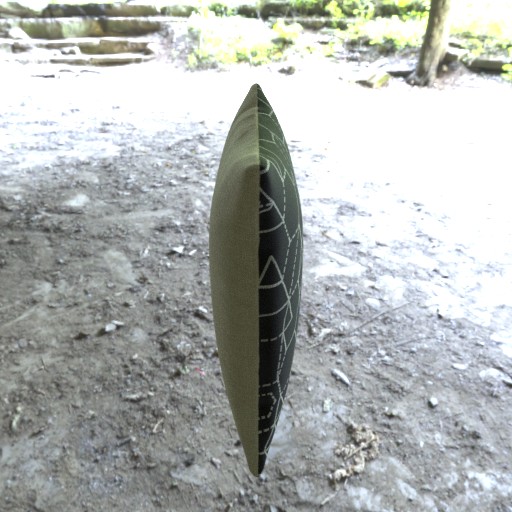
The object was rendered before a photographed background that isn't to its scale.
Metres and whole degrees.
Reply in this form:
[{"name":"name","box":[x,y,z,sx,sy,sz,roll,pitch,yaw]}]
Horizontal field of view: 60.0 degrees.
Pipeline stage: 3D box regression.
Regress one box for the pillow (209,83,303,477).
[{"name":"pillow","box":[0.000,0.000,0.791,0.158,0.508,0.517,0,30,0]}]
